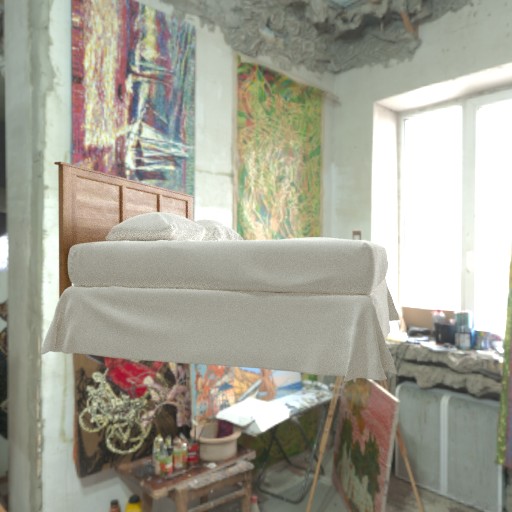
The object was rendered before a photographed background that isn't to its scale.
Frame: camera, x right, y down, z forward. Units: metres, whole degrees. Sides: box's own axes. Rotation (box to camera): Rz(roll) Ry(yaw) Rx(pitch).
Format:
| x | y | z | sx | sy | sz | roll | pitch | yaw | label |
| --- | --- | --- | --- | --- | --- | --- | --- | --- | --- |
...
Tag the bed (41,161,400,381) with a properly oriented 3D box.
| x | y | z | sx | sy | sz | roll | pitch | yaw | label |
| --- | --- | --- | --- | --- | --- | --- | --- | --- | --- |
| 0.000 | 0.000 | 3.601 | 2.215 | 1.270 | 2.317 | 0 | 1 | 18 | bed |
